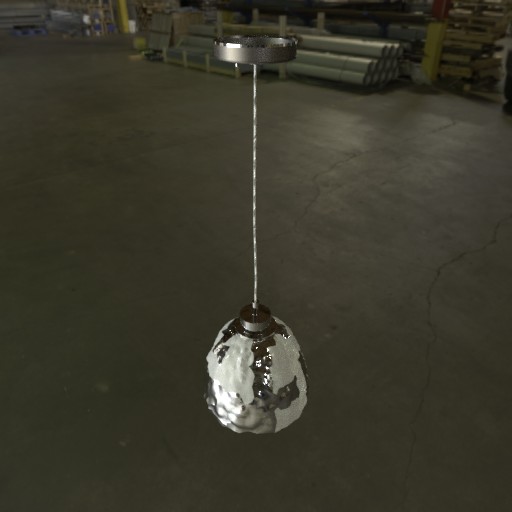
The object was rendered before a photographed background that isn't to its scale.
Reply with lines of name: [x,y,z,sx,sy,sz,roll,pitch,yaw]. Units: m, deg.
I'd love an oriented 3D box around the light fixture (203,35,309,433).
light fixture: [0.000,0.000,1.714,0.500,1.511,0.496,21,38,30]
